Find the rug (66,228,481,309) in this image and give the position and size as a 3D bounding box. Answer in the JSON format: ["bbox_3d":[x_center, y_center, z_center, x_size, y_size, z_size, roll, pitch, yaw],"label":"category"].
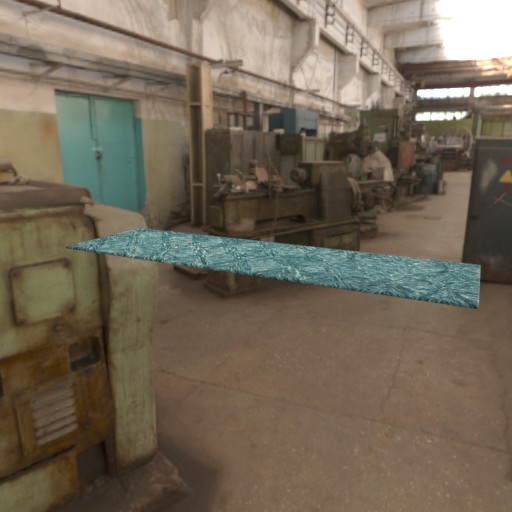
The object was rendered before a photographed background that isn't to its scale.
[{"bbox_3d":[0.000,0.000,2.521,2.286,0.016,0.676,7,16,26],"label":"rug"}]
